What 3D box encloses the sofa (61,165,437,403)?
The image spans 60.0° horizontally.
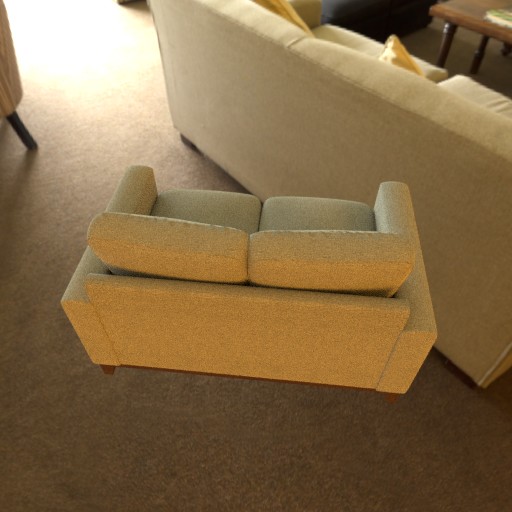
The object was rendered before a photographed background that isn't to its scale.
[{"bbox_3d":[0.000,0.000,2.058,1.420,0.873,0.917,4,48,4],"label":"sofa"}]
